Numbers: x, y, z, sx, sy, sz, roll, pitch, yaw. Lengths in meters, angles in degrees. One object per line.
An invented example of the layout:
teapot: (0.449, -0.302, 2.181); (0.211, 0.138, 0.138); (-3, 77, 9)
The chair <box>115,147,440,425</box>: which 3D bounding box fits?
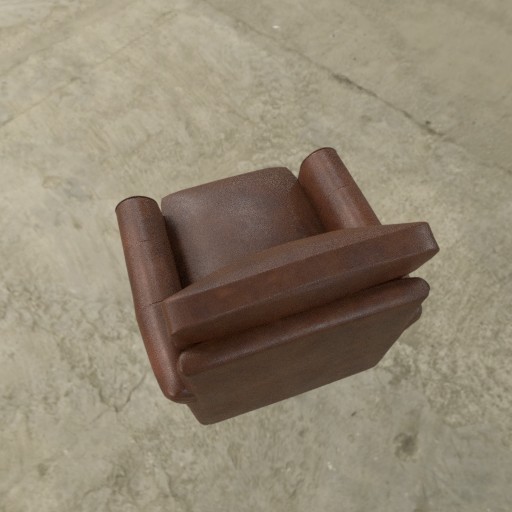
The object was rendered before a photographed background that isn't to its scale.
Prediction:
chair: (0.000, 0.000, 1.778); (0.989, 0.972, 0.992); (-16, 60, -10)
